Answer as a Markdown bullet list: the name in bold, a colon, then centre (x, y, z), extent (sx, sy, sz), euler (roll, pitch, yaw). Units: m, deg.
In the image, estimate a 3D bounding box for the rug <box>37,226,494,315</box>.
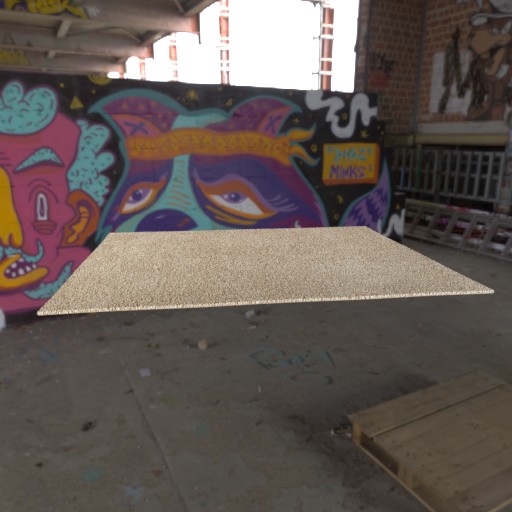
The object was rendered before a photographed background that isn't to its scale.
- **rug**: centre (0.000, 0.000, 4.023), extent (3.000, 0.025, 2.400), euler (-2, 15, -7)
